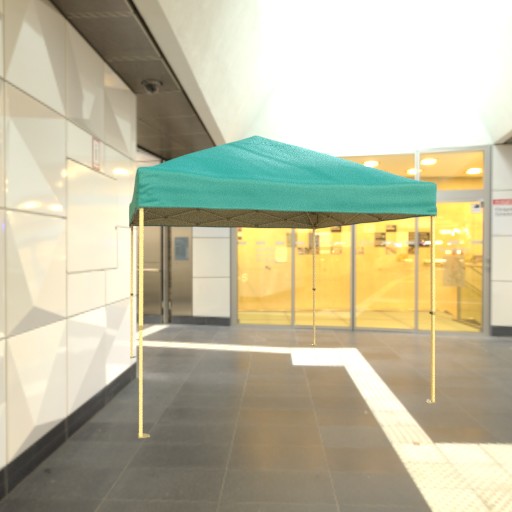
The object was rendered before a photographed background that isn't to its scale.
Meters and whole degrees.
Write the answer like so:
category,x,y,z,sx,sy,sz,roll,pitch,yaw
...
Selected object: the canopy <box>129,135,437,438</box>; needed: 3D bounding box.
category,x,y,z,sx,sy,sz,roll,pitch,yaw
canopy,0.000,0.000,5.528,2.996,2.997,2.998,0,1,-17
